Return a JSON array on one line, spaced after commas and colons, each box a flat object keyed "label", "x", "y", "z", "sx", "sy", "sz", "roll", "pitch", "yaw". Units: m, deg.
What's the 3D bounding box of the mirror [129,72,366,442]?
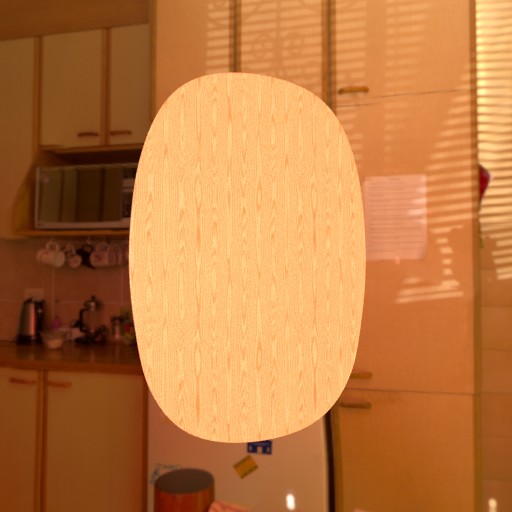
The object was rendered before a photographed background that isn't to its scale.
[{"label": "mirror", "x": 0.000, "y": 0.000, "z": 1.315, "sx": 0.724, "sy": 1.075, "sz": 0.037, "roll": 0, "pitch": -2, "yaw": -18}]
